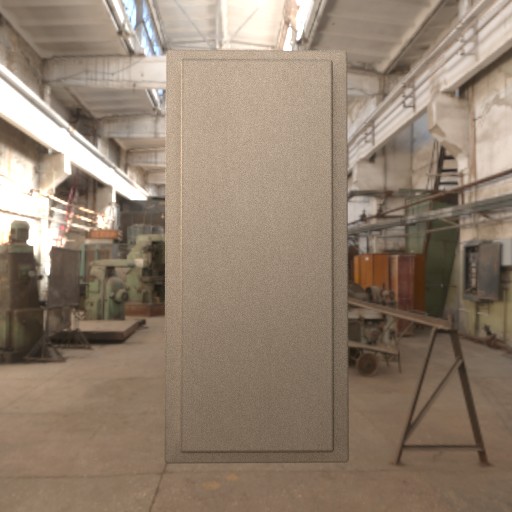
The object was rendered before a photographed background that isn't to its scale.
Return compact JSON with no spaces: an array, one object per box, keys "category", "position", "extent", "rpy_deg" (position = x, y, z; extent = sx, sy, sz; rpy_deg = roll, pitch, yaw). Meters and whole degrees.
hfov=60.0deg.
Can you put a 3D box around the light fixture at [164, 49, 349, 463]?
[{"category":"light fixture","position":[0.000,0.000,0.470],"extent":[0.168,0.380,0.160],"rpy_deg":[0,-1,-1]}]
